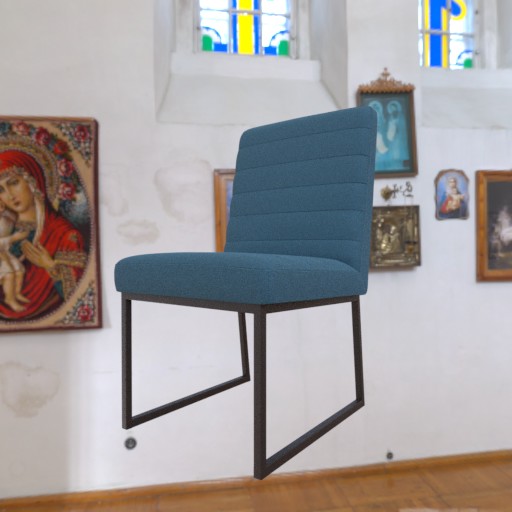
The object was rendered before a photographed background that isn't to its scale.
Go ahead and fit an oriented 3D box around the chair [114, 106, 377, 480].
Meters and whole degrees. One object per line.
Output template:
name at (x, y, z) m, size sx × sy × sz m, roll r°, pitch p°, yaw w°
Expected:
chair at (0.000, 0.000, 1.298) m, size 0.520 × 0.930 × 0.634 m, roll 1°, pitch 1°, yaw 36°
